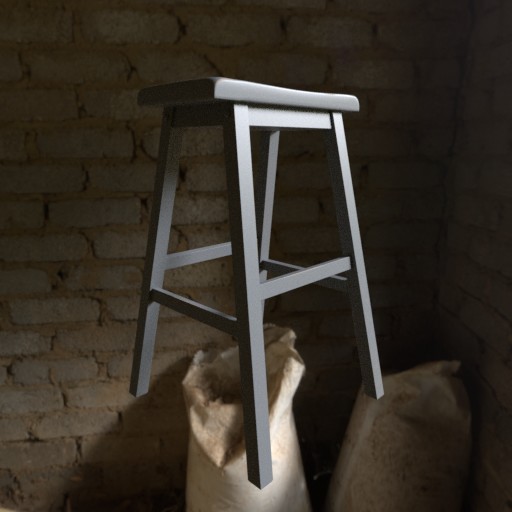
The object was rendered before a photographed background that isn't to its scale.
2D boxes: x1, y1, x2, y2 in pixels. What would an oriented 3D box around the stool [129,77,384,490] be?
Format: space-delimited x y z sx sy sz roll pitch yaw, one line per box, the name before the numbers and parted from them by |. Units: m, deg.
stool | 0.000 0.000 1.057 0.476 0.737 0.457 14 20 43
